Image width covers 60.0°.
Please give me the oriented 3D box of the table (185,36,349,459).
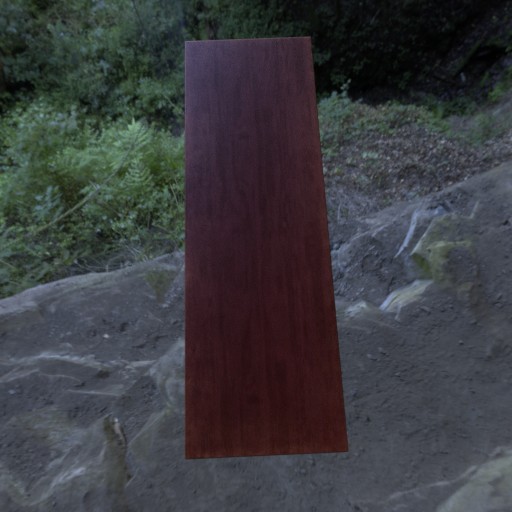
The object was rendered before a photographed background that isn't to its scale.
[{"bbox_3d":[0.000,0.000,1.564,0.392,0.739,1.188,-2,75,-1],"label":"table"}]
